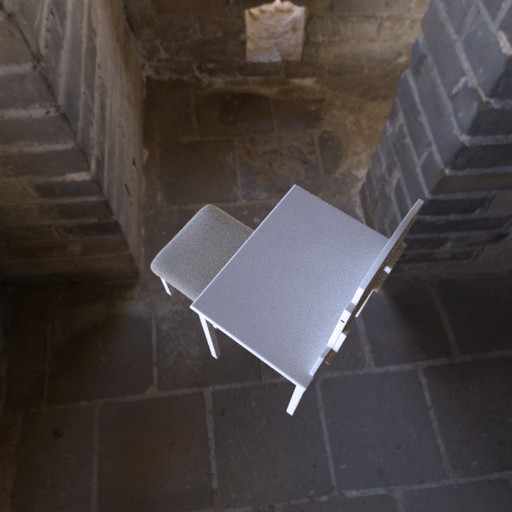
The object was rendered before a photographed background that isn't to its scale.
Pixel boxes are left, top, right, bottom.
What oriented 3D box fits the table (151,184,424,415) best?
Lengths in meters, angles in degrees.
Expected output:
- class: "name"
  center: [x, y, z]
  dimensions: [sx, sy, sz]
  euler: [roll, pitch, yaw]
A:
- class: "table"
  center: [0.000, 0.000, 2.295]
  dimensions: [1.211, 1.631, 0.876]
  euler: [33, 67, 16]
